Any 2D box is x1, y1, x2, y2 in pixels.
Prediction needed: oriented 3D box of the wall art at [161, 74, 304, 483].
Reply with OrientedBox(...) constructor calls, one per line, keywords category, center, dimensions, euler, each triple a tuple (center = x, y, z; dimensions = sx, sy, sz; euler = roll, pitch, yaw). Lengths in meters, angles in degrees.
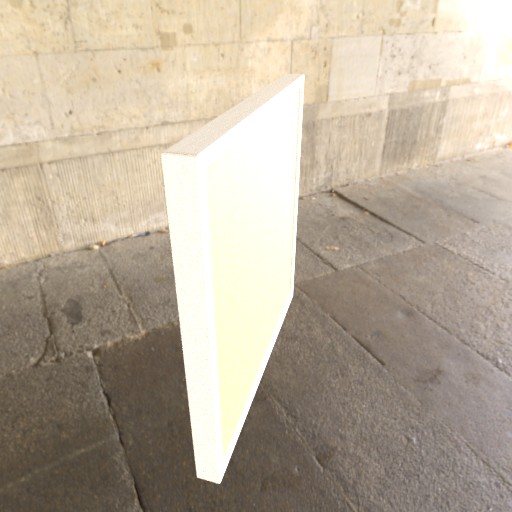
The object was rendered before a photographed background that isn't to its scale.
OrientedBox(category="wall art", center=(0.000, 0.000, 0.753), dimensions=(0.038, 0.508, 0.508), euler=(9, 32, 14))
